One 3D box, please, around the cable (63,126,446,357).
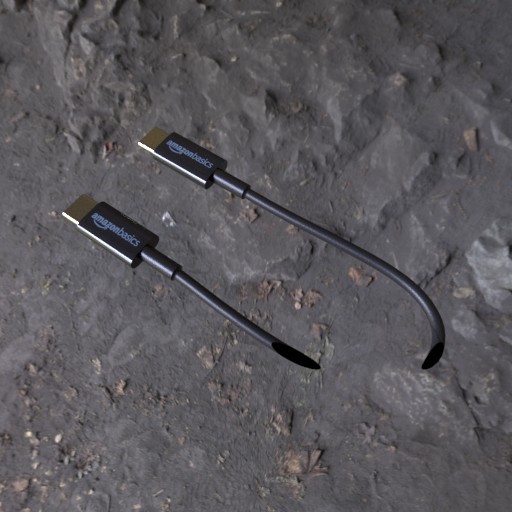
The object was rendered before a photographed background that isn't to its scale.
[{"bbox_3d":[0.000,0.000,0.112,0.098,0.005,0.041,31,66,16],"label":"cable"}]
